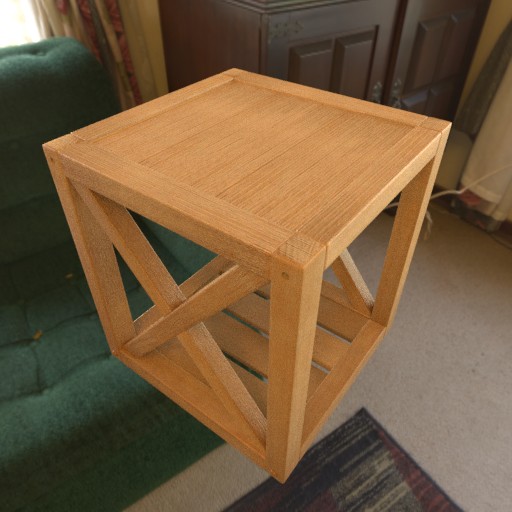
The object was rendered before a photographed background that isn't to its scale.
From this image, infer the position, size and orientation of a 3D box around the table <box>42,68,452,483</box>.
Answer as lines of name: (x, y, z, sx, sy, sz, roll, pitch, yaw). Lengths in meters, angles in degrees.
table: (0.000, 0.000, 1.032, 0.559, 0.610, 0.558, 26, 47, 28)
